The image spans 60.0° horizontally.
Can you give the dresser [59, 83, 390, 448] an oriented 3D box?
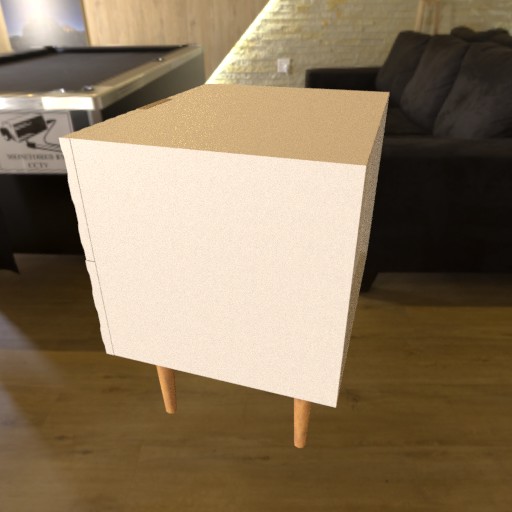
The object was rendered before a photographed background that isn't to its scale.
[{"bbox_3d":[0.000,0.000,0.890,0.414,0.568,0.503,9,31,15],"label":"dresser"}]
